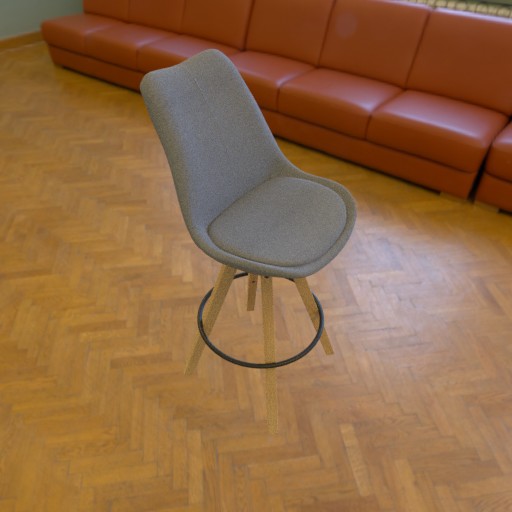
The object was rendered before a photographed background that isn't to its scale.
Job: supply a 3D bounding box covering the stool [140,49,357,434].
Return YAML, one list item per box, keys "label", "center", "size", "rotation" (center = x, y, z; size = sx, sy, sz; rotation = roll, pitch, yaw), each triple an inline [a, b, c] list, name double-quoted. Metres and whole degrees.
- label: "stool"
  center: [0.000, 0.000, 1.429]
  size: [0.550, 1.115, 0.485]
  rotation: [26, 48, 26]
